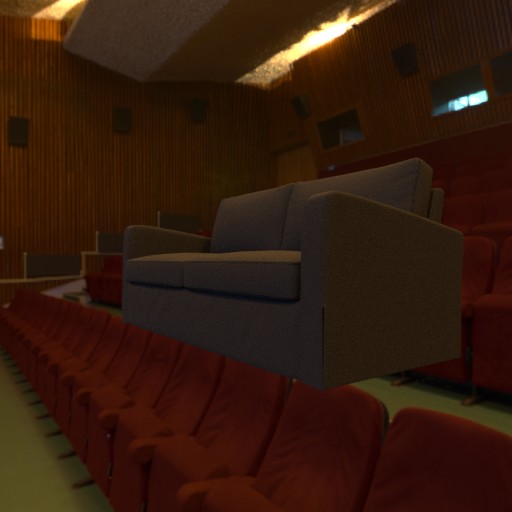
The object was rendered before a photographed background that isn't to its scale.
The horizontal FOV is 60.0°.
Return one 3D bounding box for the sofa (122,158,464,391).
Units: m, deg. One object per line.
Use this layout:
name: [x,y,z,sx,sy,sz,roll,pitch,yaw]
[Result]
sofa: [0.000,0.000,2.341,0.898,0.839,1.852,0,0,-35]
